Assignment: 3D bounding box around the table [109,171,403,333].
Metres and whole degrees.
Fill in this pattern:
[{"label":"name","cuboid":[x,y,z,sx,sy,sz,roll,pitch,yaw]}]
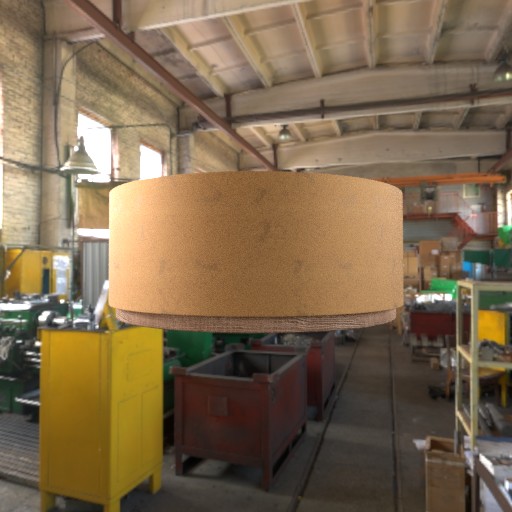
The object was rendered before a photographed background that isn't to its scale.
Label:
[{"label":"table","cuboid":[0.000,0.000,1.589,1.001,0.409,1.001,0,-1,0]}]
